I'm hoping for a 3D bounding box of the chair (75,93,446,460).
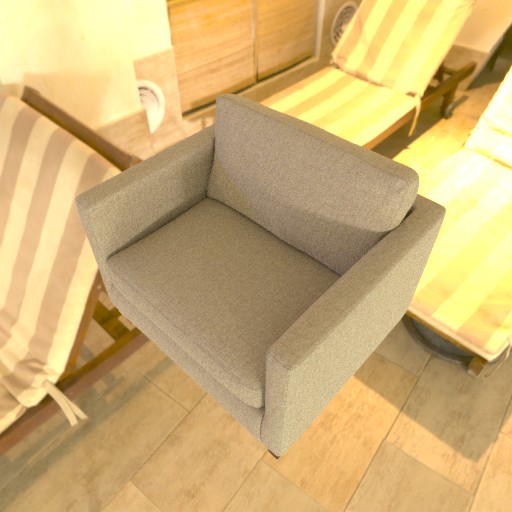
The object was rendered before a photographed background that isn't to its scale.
[{"bbox_3d":[0.000,0.000,1.849,1.107,0.961,0.959,34,55,28],"label":"chair"}]
